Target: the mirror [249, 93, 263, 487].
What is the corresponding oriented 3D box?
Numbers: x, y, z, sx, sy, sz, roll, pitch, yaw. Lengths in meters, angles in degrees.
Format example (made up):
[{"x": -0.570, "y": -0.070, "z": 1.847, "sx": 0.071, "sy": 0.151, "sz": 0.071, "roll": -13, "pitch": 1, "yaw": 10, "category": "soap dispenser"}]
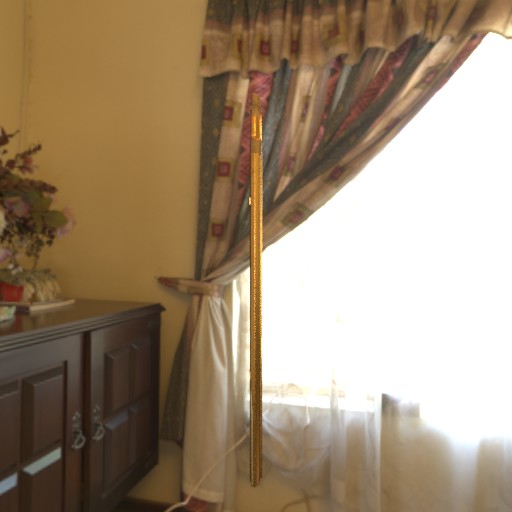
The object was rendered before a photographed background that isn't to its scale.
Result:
[{"x": 0.000, "y": 0.000, "z": 0.864, "sx": 0.018, "sy": 0.635, "sz": 0.513, "roll": 0, "pitch": 0, "yaw": 0, "category": "mirror"}]
